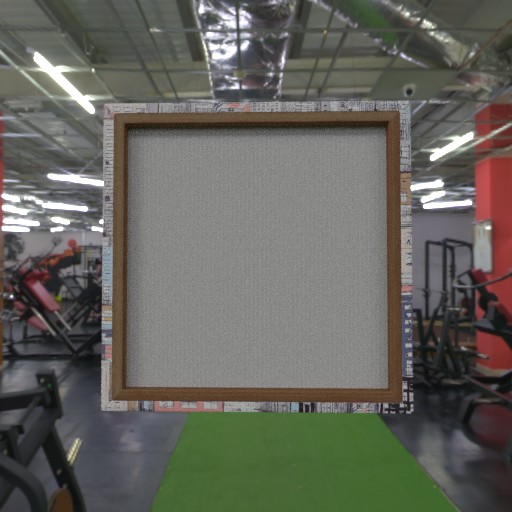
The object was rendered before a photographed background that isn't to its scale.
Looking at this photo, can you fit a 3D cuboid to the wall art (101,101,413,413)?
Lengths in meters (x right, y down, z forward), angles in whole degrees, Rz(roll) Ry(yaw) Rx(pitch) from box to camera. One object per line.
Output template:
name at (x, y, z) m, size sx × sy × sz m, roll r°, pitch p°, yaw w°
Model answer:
wall art at (0.000, 0.000, 1.108) m, size 0.761 × 0.762 × 0.048 m, roll 0°, pitch -1°, yaw 2°
